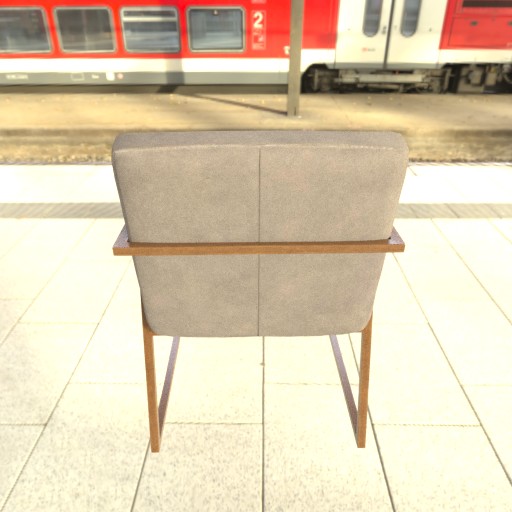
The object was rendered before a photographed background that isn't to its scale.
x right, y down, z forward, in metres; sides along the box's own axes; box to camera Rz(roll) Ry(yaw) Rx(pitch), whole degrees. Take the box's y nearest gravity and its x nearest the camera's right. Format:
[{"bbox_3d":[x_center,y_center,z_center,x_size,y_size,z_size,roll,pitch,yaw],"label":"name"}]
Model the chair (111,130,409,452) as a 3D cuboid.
[{"bbox_3d":[0.000,0.000,1.251,0.578,0.843,0.682,-1,30,-1],"label":"chair"}]
